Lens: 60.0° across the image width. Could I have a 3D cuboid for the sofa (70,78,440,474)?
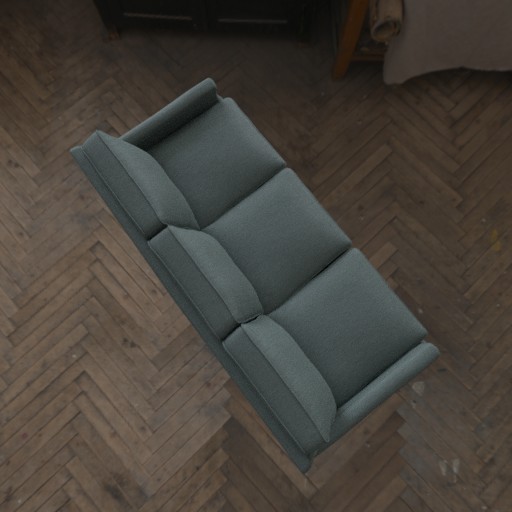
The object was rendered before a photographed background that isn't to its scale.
[{"bbox_3d":[0.000,0.000,2.759,1.084,1.003,2.246,-37,79,-8],"label":"sofa"}]
